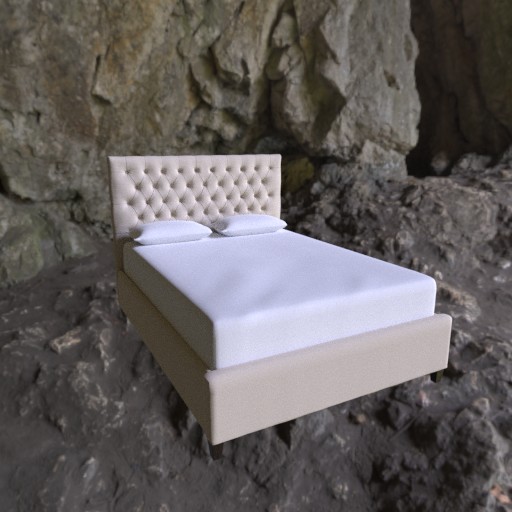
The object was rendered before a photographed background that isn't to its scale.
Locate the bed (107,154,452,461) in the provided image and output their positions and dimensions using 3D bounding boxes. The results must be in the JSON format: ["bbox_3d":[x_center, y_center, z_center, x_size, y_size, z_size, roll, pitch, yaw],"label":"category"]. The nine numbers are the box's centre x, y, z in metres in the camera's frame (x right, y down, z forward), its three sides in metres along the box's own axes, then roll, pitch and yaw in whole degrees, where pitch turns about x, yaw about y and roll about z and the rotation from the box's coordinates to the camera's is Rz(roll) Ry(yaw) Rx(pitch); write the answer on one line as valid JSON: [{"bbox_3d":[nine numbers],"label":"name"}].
[{"bbox_3d":[0.000,0.000,3.328,1.696,1.426,2.233,-7,16,-27],"label":"bed"}]
